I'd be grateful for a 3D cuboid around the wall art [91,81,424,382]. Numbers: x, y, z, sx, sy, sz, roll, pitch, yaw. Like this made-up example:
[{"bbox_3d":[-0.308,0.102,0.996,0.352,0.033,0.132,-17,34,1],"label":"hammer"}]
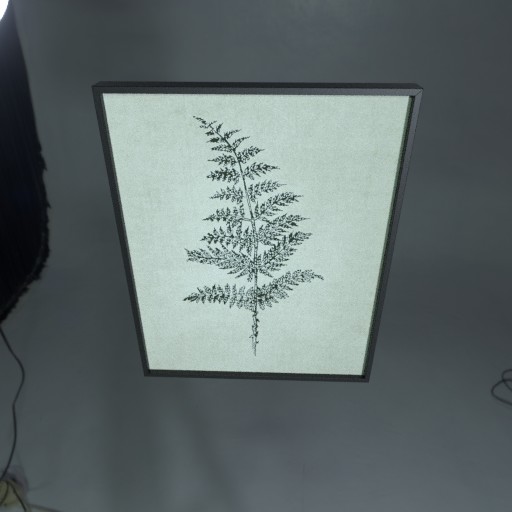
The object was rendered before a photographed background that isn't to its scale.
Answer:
[{"bbox_3d":[0.000,0.000,0.758,0.449,0.555,0.039,1,31,2],"label":"wall art"}]
